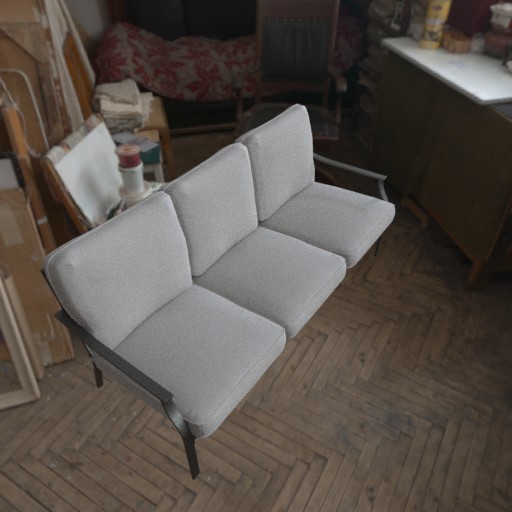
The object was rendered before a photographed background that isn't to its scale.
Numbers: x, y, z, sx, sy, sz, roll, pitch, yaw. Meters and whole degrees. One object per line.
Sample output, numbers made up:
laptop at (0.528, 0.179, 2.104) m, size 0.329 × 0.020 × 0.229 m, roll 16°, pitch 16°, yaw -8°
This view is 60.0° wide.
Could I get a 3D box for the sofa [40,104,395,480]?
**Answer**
sofa at (0.000, 0.000, 2.192) m, size 0.787 × 0.860 × 1.740 m, roll 27°, pitch 49°, yaw 26°
